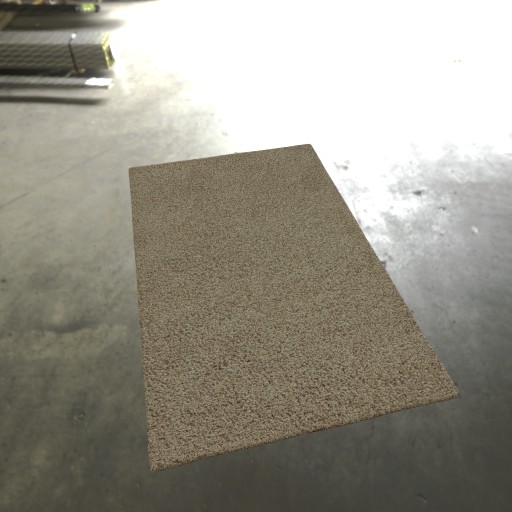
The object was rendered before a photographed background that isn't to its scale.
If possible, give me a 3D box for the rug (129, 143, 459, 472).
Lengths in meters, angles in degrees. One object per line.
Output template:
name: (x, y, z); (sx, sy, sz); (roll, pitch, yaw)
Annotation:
rug: (0.000, 0.000, 3.341); (1.778, 0.030, 2.743); (-10, 47, -9)
